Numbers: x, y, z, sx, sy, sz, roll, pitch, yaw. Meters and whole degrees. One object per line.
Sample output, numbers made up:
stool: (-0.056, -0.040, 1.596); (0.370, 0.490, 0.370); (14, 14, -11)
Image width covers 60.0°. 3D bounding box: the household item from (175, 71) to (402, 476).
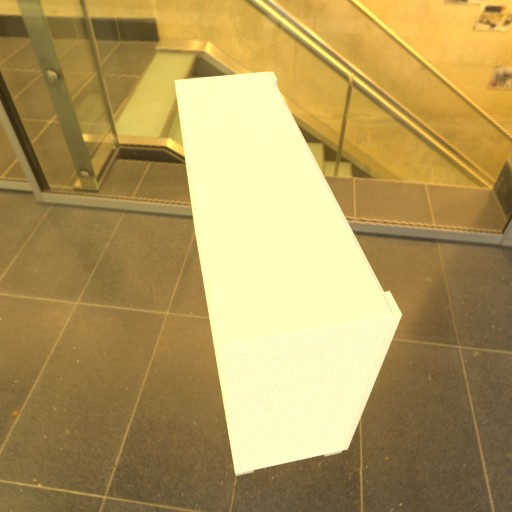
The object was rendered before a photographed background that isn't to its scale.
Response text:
household item: (0.000, 0.000, 1.745); (0.420, 0.867, 1.300); (-9, 47, -8)
